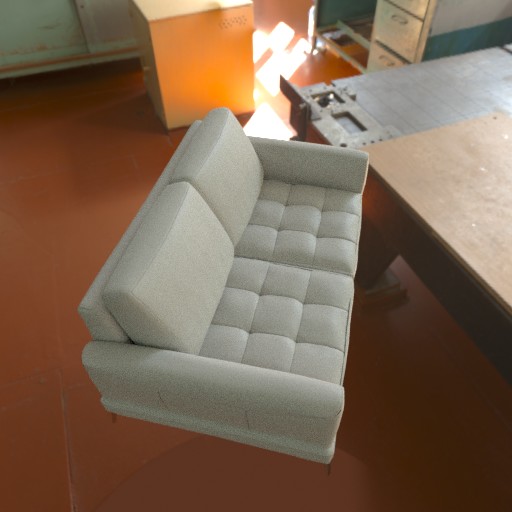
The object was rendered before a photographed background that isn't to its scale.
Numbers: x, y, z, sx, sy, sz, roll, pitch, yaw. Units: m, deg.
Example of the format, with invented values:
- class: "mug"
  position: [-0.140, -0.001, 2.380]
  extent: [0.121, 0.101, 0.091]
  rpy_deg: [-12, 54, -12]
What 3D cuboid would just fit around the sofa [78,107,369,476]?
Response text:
- class: "sofa"
  position: [0.000, 0.000, 2.407]
  extent: [1.121, 0.930, 1.819]
  rpy_deg: [10, 48, 9]
